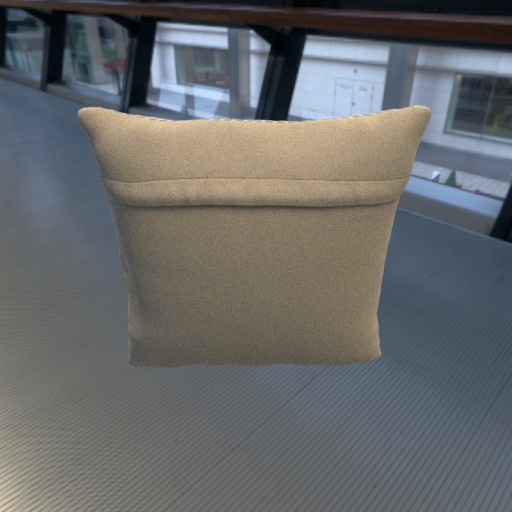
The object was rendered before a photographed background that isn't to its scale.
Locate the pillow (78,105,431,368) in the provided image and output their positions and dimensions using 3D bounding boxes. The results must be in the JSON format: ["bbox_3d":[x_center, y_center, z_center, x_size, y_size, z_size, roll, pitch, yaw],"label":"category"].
[{"bbox_3d":[0.000,0.000,0.694,0.459,0.458,0.181,-1,30,-2],"label":"pillow"}]
